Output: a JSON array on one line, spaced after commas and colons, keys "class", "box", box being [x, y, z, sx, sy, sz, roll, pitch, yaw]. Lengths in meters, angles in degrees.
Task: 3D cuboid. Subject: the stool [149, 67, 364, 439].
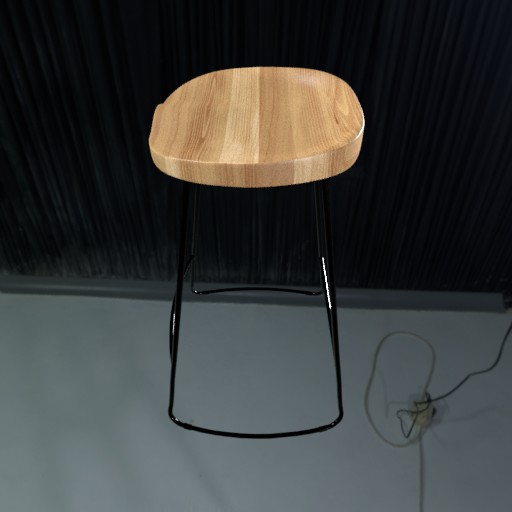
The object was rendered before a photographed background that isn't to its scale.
[{"class": "stool", "box": [0.000, 0.000, 0.959, 0.401, 0.679, 0.480, 0, 41, 1]}]
